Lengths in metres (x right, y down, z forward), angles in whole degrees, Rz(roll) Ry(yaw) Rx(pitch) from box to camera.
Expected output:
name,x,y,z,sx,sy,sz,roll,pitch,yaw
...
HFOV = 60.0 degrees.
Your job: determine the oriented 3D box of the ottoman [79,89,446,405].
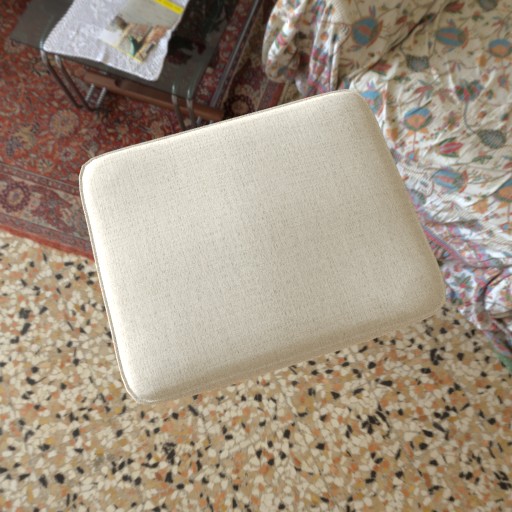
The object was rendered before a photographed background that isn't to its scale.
name,x,y,z,sx,sy,sz,roll,pitch,yaw
ottoman,0.000,0.000,1.174,0.738,0.537,0.589,-17,76,-4
